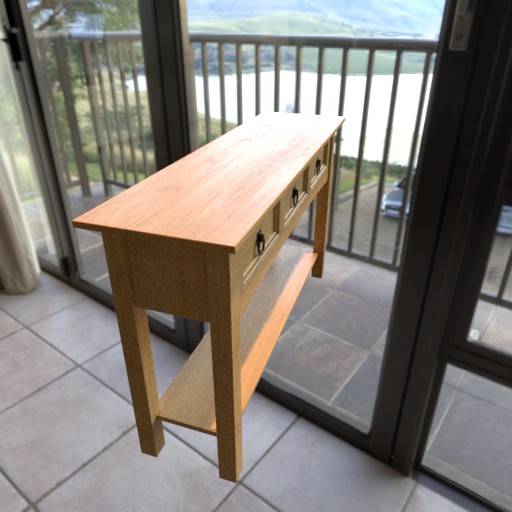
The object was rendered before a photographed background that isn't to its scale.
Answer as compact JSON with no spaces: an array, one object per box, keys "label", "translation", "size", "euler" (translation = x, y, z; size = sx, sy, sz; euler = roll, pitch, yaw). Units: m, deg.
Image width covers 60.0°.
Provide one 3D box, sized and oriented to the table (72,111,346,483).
[{"label":"table","translation":[0.000,0.000,1.522],"size":[0.350,0.730,1.240],"euler":[9,30,17]}]
